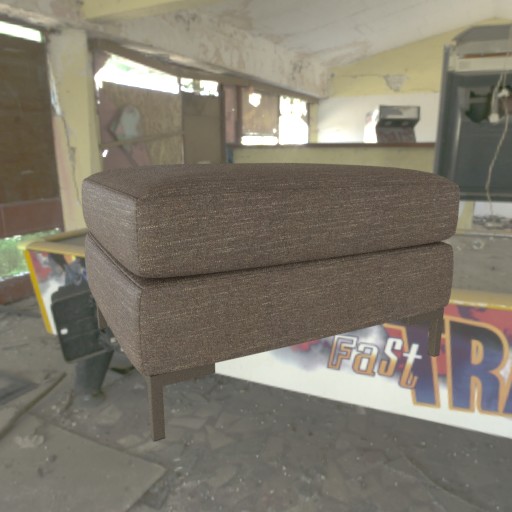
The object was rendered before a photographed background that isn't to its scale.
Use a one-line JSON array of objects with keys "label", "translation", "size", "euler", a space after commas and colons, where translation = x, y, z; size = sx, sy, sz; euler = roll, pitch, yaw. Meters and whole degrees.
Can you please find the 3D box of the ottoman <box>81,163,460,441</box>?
[{"label": "ottoman", "translation": [0.000, 0.000, 1.205], "size": [0.820, 0.490, 0.671], "euler": [-7, 15, -27]}]
